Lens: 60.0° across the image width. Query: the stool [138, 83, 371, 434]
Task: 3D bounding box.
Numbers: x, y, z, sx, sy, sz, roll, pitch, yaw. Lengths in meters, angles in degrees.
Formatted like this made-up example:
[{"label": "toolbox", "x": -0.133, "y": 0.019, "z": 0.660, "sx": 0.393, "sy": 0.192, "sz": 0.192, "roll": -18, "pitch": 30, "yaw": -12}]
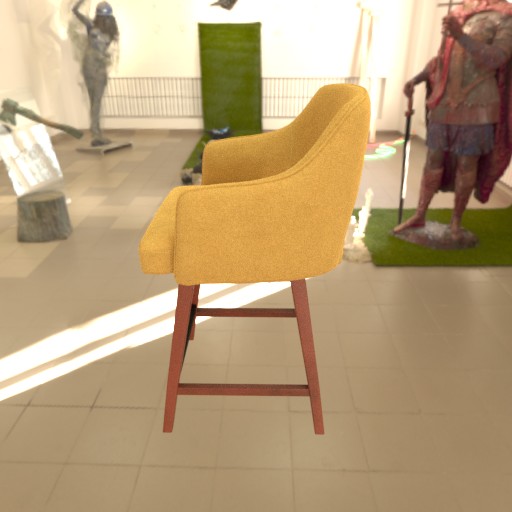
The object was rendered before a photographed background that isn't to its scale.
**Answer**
[{"label": "stool", "x": 0.000, "y": 0.000, "z": 1.289, "sx": 0.558, "sy": 0.924, "sz": 0.548, "roll": 0, "pitch": 26, "yaw": 1}]
